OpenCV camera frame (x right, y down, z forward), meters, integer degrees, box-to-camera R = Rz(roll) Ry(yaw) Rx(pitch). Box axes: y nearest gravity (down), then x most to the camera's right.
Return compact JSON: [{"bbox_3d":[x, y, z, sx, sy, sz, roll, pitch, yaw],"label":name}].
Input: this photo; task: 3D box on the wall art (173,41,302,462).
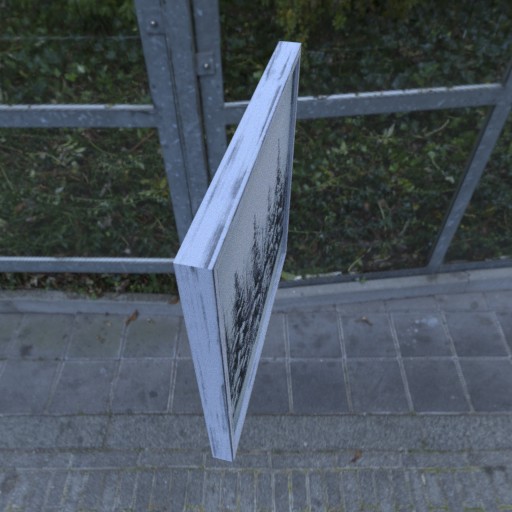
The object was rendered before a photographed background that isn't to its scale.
[{"bbox_3d":[0.000,0.000,0.749,0.038,0.506,0.506,10,48,9],"label":"wall art"}]
